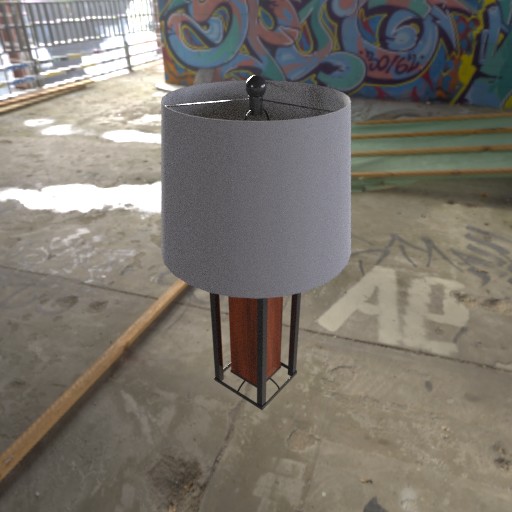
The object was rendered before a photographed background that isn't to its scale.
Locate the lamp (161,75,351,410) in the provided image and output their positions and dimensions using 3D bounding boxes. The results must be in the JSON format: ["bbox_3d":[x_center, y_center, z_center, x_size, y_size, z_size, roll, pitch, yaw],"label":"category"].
[{"bbox_3d":[0.000,0.000,0.772,0.320,0.591,0.320,0,31,0],"label":"lamp"}]
